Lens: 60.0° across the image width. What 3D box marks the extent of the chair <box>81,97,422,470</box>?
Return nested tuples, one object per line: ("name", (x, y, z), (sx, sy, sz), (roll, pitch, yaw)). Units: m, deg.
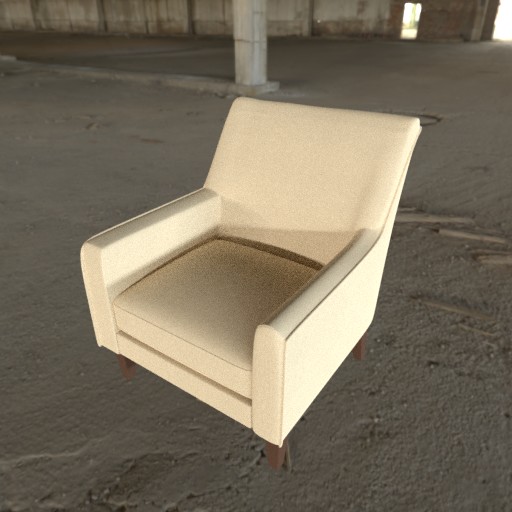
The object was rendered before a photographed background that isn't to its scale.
("chair", (0.000, 0.000, 1.586), (0.780, 0.919, 0.899), (19, 34, 30))
